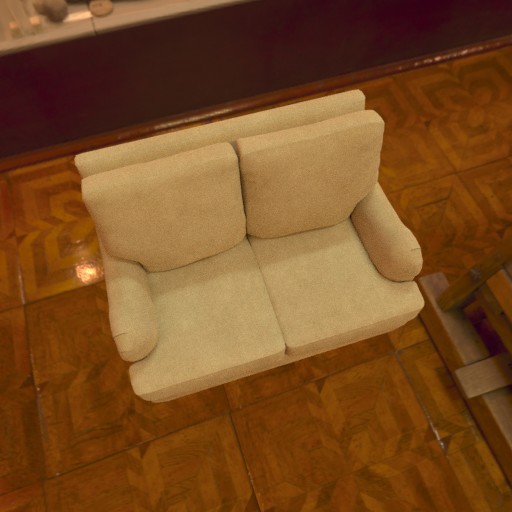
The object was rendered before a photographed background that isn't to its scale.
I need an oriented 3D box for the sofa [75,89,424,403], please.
[{"bbox_3d":[0.000,0.000,2.307,1.498,1.087,1.086,-16,65,-8],"label":"sofa"}]
